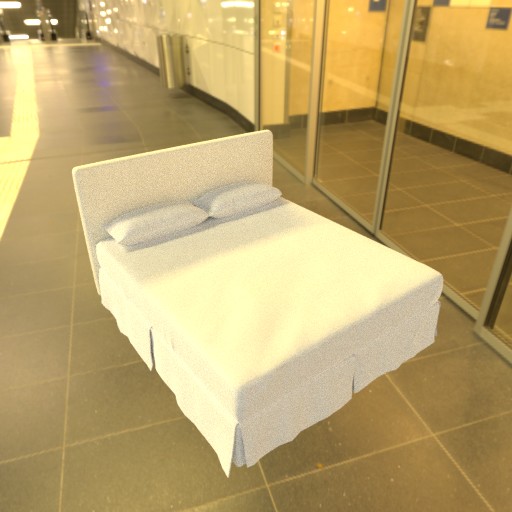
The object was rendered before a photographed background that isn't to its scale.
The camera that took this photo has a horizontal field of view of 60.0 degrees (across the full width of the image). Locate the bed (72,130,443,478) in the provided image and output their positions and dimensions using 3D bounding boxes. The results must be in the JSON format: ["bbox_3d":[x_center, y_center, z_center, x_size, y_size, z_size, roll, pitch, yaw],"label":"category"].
[{"bbox_3d":[0.000,0.000,3.625,2.119,1.317,2.341,-21,36,-32],"label":"bed"}]
